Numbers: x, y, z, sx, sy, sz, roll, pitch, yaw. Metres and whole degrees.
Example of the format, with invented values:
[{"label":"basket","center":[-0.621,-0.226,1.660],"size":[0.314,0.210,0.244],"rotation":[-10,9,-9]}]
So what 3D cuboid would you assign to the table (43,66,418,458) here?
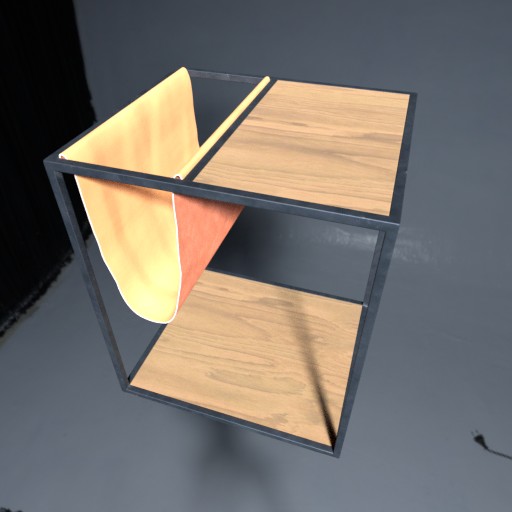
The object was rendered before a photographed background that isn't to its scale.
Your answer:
[{"label":"table","center":[0.000,0.000,0.834],"size":[0.450,0.536,0.399],"rotation":[12,42,14]}]
